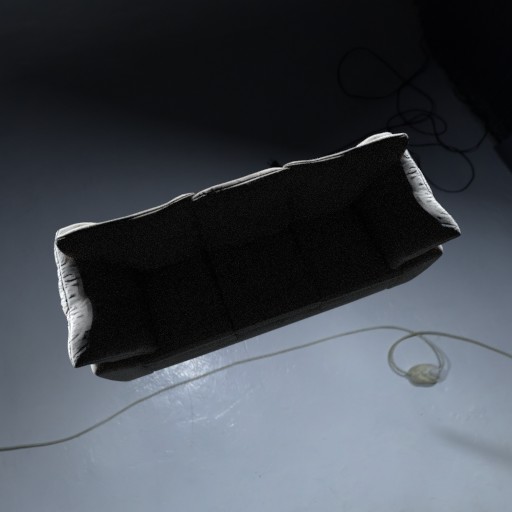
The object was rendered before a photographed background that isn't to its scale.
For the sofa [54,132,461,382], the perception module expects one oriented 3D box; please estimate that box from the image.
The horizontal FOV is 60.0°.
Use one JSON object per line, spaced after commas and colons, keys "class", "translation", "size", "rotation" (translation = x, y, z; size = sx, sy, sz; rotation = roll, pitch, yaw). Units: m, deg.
{"class": "sofa", "translation": [0.000, 0.000, 2.880], "size": [2.334, 0.996, 0.878], "rotation": [-18, 65, -9]}
